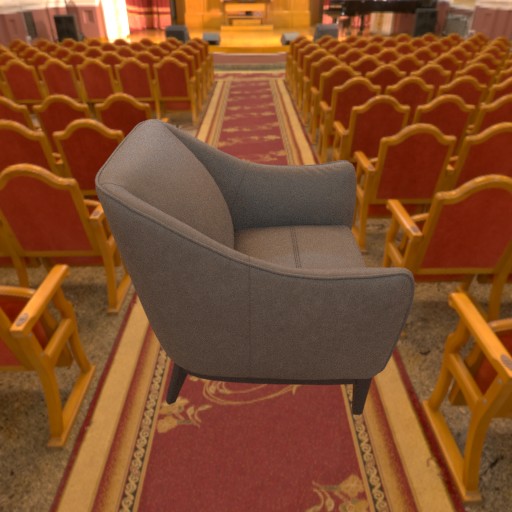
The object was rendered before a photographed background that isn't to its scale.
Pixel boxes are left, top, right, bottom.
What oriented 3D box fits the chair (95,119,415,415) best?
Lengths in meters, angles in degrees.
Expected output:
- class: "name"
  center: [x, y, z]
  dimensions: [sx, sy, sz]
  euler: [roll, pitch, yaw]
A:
- class: "chair"
  center: [0.000, 0.000, 1.587]
  dimensions: [0.852, 0.830, 0.871]
  euler: [0, 32, 0]
